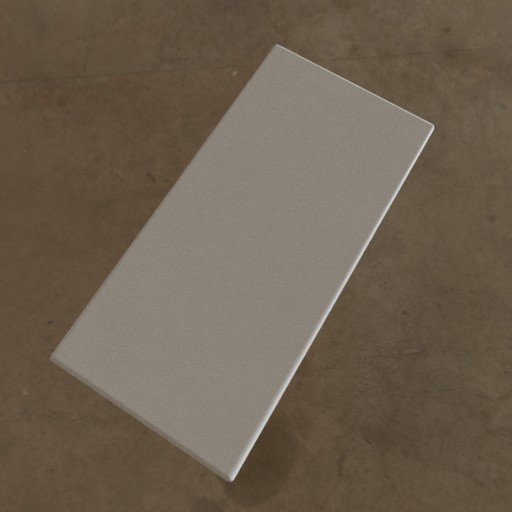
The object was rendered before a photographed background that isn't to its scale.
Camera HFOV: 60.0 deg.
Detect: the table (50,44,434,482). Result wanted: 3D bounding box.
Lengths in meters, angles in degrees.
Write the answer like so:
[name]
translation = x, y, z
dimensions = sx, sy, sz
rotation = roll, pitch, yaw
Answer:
[table]
translation = 0.000, 0.000, 1.497
dimensions = 0.580, 0.487, 1.171
rotation = 31, 77, 8
